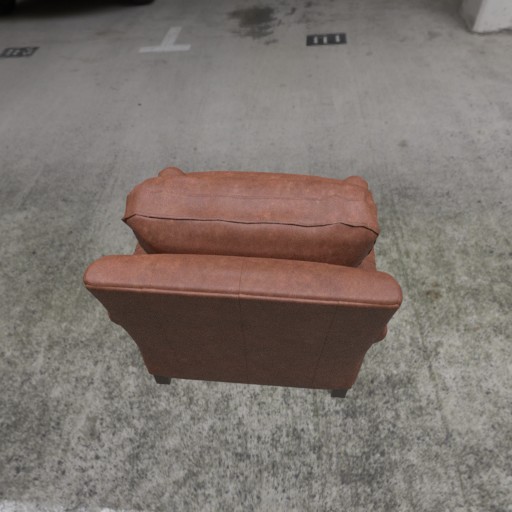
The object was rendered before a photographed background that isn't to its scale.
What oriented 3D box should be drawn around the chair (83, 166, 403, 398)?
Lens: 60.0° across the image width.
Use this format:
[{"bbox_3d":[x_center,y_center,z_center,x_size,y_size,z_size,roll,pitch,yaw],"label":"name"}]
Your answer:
[{"bbox_3d":[0.000,0.000,1.926,0.986,1.055,1.158,3,47,3],"label":"chair"}]
